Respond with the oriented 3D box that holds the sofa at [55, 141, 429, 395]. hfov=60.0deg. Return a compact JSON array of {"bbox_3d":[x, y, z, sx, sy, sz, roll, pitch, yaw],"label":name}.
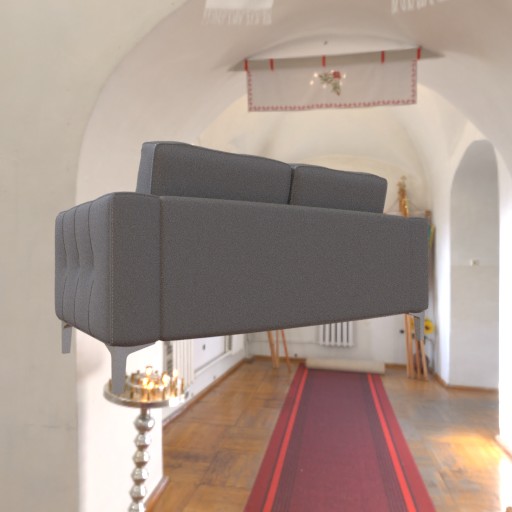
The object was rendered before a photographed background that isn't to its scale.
[{"bbox_3d":[0.000,0.000,2.199,1.726,0.892,0.833,0,0,-35],"label":"sofa"}]
